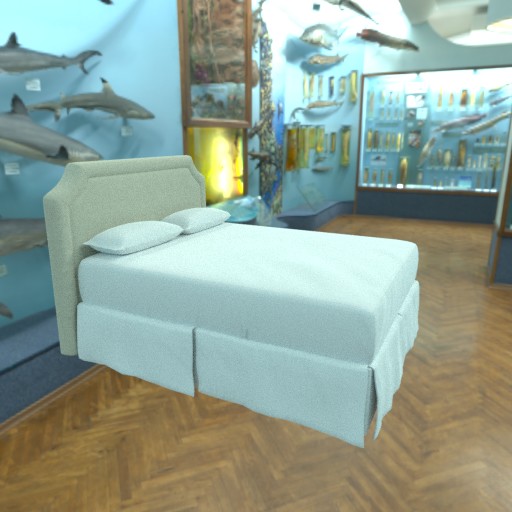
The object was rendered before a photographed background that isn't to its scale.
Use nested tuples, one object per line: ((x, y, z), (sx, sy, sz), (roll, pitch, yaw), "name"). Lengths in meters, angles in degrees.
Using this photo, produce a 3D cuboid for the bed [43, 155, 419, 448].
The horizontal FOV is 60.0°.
((0.000, 0.000, 3.094), (2.116, 1.290, 1.693), (8, 17, 26), "bed")
